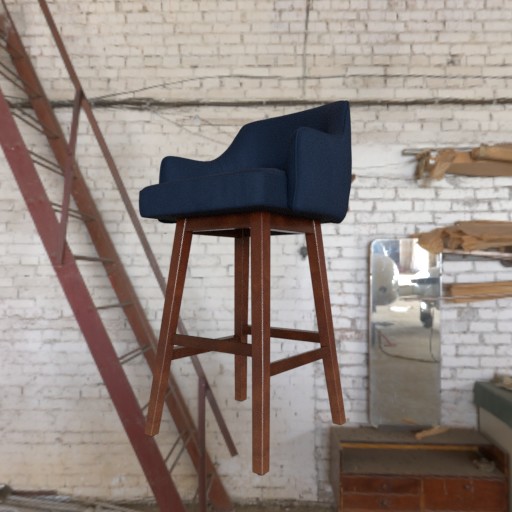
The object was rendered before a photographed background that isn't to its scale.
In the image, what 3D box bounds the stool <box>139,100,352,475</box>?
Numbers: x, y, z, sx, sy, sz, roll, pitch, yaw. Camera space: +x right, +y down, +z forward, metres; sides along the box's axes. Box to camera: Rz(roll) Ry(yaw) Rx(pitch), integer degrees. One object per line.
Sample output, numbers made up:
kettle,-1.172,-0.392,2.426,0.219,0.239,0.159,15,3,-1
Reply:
stool,0.000,0.000,1.370,0.550,1.041,0.560,-1,-2,37
